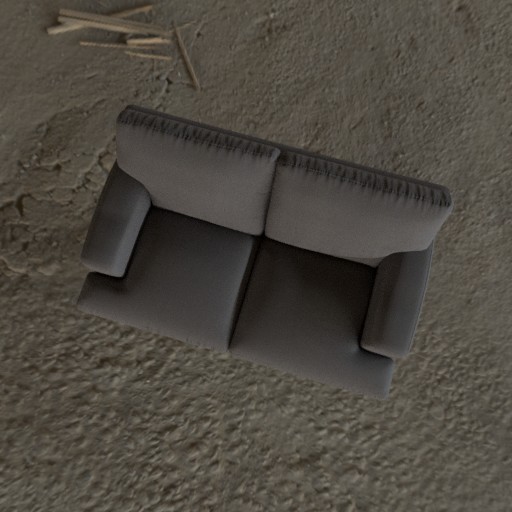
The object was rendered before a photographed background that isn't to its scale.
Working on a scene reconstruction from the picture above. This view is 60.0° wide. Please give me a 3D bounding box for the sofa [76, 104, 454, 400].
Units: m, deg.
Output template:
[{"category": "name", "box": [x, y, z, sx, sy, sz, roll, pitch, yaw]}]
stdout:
[{"category": "sofa", "box": [0.000, 0.000, 2.528, 1.880, 0.940, 1.143, 16, 76, 4]}]
